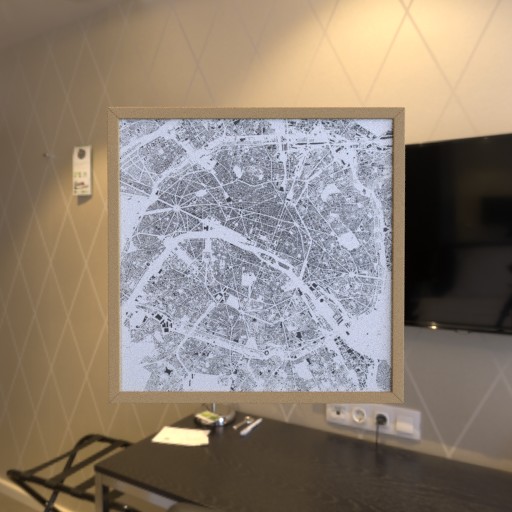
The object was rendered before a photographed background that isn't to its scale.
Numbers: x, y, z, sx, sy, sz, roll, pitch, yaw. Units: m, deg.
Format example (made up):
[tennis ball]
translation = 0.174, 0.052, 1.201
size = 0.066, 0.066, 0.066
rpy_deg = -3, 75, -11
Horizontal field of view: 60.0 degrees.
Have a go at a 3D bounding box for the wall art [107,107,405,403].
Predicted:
[wall art]
translation = 0.000, 0.000, 1.157
size = 0.761, 0.761, 0.037
rpy_deg = 0, 1, 0
